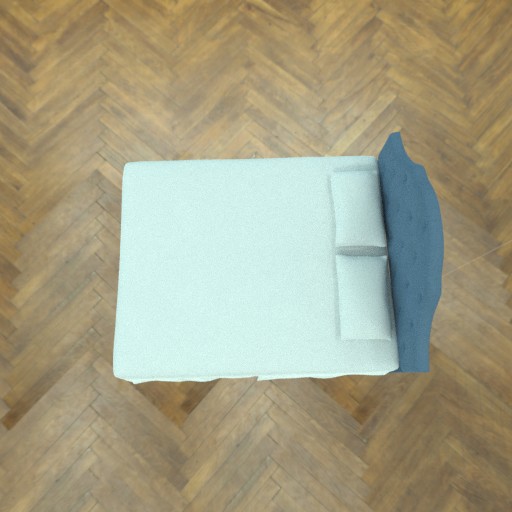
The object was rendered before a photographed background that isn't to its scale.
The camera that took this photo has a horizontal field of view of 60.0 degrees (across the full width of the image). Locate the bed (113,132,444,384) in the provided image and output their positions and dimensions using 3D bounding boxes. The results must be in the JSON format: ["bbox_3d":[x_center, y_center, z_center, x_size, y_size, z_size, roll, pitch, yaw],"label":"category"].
[{"bbox_3d":[0.000,0.000,3.714,2.477,1.617,2.039,-2,75,0],"label":"bed"}]
